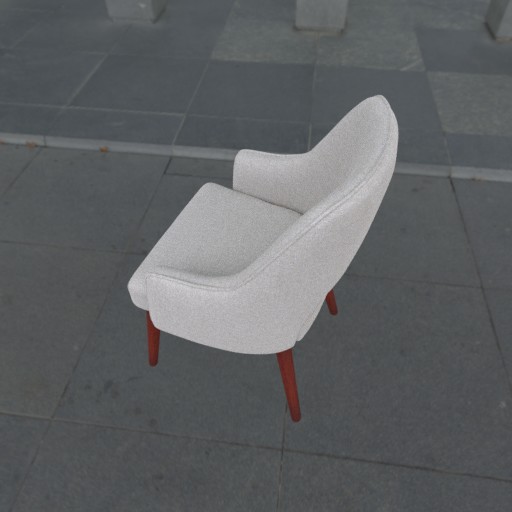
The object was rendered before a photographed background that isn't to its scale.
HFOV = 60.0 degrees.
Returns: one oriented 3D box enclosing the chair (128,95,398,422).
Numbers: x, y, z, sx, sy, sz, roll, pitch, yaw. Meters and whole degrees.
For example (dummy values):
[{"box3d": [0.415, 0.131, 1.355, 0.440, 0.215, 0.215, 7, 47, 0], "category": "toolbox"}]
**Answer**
[{"box3d": [0.000, 0.000, 1.208, 0.580, 0.840, 0.560, 17, 50, 15], "category": "chair"}]
